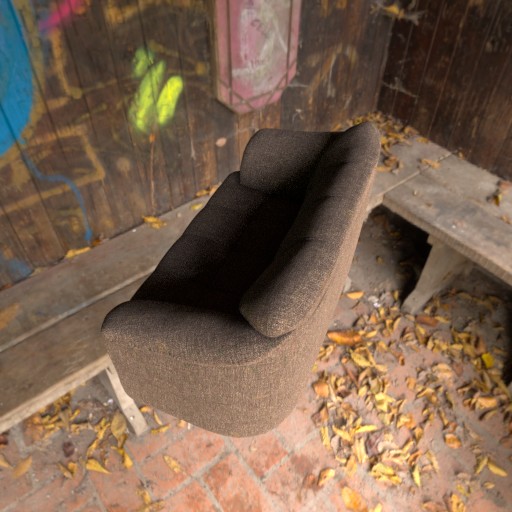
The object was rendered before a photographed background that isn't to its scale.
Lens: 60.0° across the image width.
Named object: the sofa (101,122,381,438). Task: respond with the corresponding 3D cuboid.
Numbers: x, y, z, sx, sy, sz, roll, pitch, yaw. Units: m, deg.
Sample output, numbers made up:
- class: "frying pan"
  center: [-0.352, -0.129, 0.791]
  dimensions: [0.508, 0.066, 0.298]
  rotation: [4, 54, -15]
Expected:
- class: "sofa"
  center: [0.000, 0.000, 1.979]
  dimensions: [0.799, 0.895, 1.404]
  rotation: [17, 48, 16]
